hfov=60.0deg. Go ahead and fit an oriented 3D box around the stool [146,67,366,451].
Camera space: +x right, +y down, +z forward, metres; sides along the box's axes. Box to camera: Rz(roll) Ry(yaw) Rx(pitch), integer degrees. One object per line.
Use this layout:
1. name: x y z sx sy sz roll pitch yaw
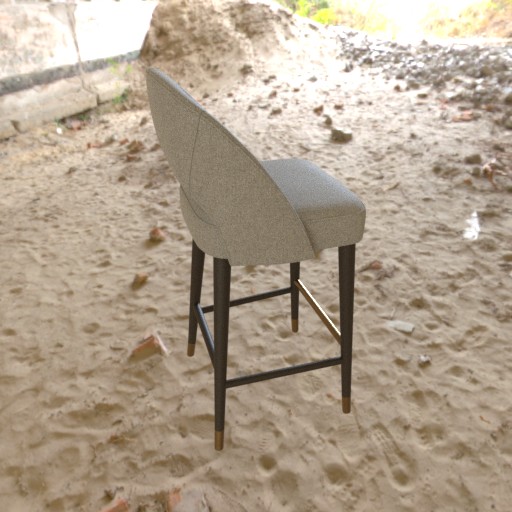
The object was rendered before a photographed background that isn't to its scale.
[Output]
1. stool: 0.000 0.000 1.303 0.509 1.037 0.494 -10 32 -16
